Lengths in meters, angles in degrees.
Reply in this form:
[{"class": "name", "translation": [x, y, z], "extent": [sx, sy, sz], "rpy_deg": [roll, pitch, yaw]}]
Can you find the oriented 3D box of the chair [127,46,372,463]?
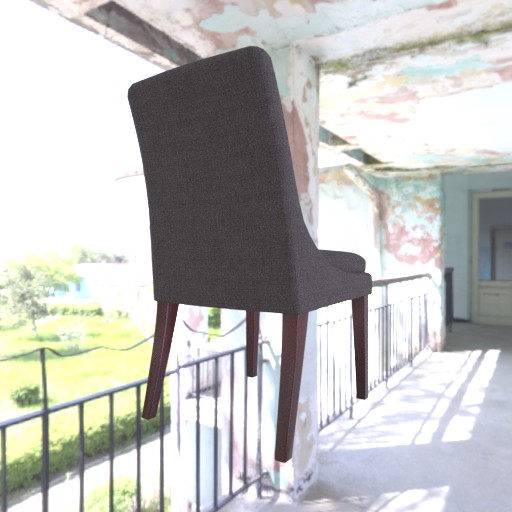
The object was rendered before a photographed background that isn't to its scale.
[{"class": "chair", "translation": [0.000, 0.000, 1.355], "extent": [0.508, 0.952, 0.655], "rpy_deg": [1, 1, 35]}]
